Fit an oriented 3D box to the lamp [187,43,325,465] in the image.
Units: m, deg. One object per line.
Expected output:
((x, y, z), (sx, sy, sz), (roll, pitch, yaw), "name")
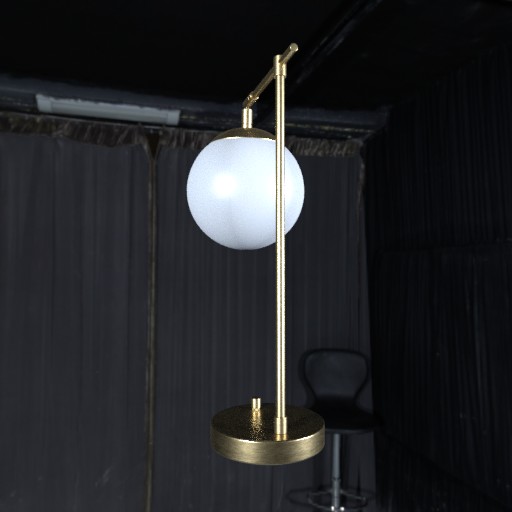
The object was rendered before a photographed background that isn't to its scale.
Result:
((0.000, 0.000, 0.728), (0.207, 0.559, 0.324), (1, -2, -18), "lamp")
